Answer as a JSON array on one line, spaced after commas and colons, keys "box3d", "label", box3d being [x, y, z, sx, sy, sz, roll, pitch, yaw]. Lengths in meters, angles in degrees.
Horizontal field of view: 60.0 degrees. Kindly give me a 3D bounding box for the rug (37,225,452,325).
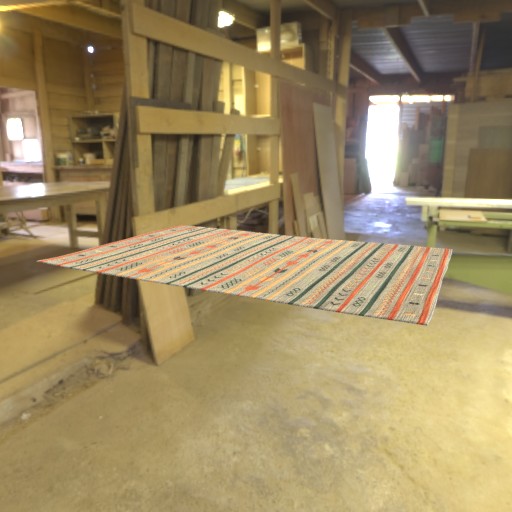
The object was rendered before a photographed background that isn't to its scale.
[{"box3d": [0.000, 0.000, 2.330, 1.835, 0.017, 1.220, 7, 15, 26], "label": "rug"}]
